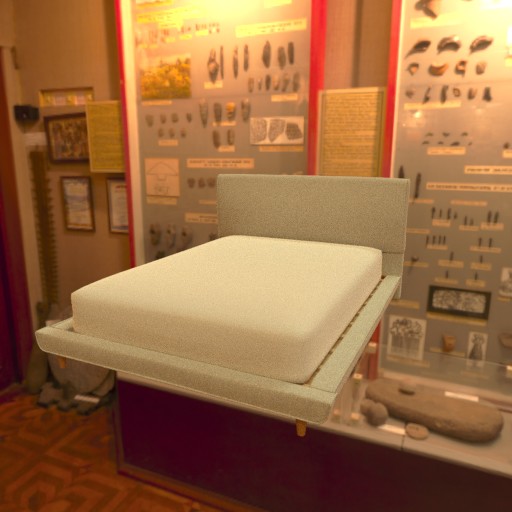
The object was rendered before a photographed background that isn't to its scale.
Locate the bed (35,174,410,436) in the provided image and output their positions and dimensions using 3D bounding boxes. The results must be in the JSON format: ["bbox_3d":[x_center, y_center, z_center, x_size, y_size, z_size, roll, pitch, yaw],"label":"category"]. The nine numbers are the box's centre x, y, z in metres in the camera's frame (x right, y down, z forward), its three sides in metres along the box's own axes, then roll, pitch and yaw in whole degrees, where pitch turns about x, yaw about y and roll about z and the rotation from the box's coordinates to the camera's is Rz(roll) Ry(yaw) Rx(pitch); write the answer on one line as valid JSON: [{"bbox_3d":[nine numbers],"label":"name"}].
[{"bbox_3d":[0.000,0.000,3.257,1.840,1.067,2.368,6,15,25],"label":"bed"}]
